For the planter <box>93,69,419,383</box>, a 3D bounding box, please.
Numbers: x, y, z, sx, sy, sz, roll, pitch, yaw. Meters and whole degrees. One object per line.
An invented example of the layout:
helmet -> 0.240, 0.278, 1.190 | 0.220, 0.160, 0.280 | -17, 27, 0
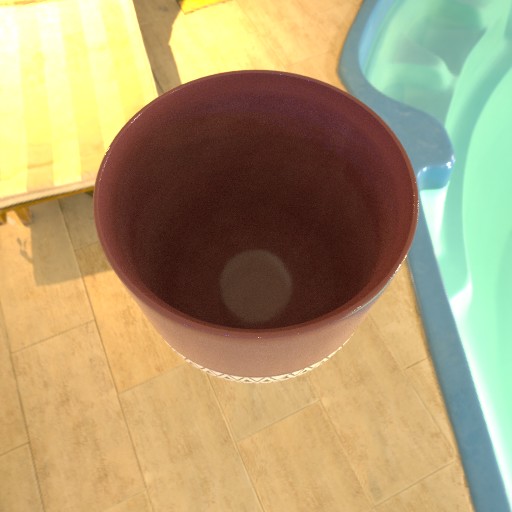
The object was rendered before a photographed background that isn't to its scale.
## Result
planter -> 0.000, 0.000, 0.484 | 0.266, 0.270, 0.266 | 0, 63, 0
